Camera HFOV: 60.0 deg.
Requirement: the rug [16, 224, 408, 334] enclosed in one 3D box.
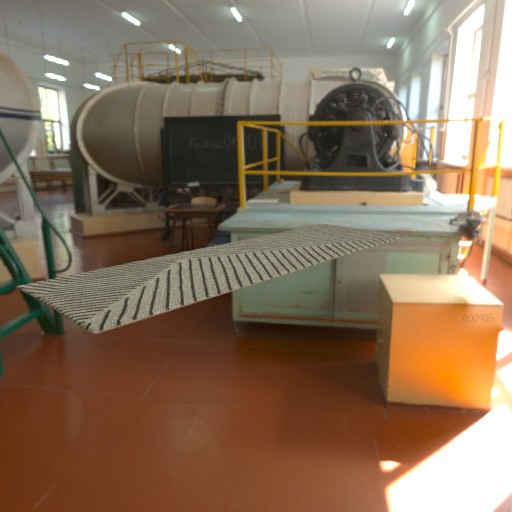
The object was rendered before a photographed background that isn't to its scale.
[{"bbox_3d":[0.000,0.000,2.664,0.773,0.020,2.439,13,19,42],"label":"rug"}]
